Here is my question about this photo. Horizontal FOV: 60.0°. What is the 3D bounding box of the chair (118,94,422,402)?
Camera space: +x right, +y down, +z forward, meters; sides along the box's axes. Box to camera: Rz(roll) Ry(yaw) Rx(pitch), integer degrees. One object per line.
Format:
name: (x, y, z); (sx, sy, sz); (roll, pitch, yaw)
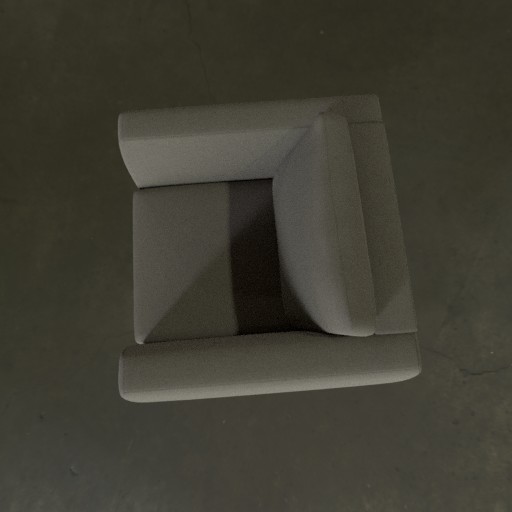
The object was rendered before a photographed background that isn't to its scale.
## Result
chair: (0.000, 0.000, 1.688); (0.930, 0.860, 1.000); (-4, 76, -1)
